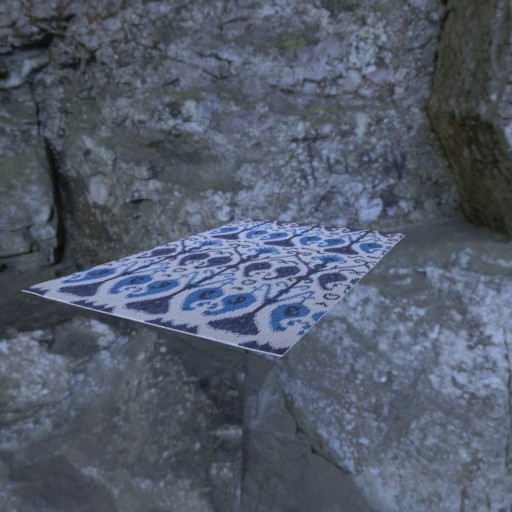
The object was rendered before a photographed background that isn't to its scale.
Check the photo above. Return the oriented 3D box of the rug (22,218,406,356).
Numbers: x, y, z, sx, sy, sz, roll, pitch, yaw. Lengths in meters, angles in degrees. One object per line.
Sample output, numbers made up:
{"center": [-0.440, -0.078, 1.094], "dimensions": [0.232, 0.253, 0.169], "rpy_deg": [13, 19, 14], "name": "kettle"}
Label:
{"center": [0.000, 0.000, 2.117], "dimensions": [1.072, 0.013, 1.698], "rpy_deg": [8, 17, 27], "name": "rug"}
